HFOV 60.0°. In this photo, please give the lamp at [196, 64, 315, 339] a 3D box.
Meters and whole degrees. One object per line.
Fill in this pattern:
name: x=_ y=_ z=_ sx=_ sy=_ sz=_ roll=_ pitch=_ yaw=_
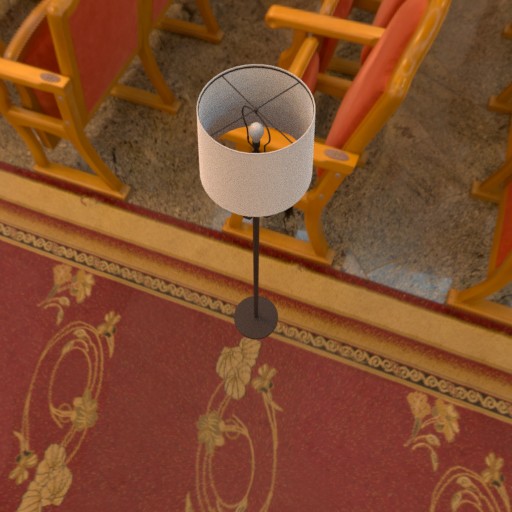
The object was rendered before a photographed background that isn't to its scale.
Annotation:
lamp: x=0.000 y=0.000 z=1.597 sx=0.286 sy=1.462 sz=0.286 roll=19 pitch=66 yaw=9
